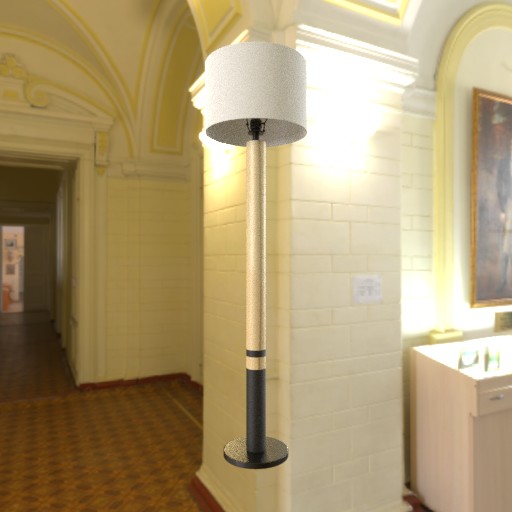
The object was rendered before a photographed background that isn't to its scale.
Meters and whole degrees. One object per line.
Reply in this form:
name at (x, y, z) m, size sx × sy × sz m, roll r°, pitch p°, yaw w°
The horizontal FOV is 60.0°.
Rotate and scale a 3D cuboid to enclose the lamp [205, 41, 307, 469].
lamp at (0.000, 0.000, 1.663) m, size 0.381 × 1.478 × 0.381 m, roll 0°, pitch -1°, yaw 18°
